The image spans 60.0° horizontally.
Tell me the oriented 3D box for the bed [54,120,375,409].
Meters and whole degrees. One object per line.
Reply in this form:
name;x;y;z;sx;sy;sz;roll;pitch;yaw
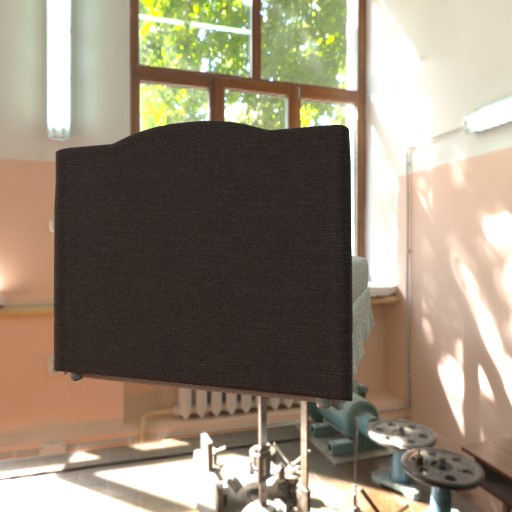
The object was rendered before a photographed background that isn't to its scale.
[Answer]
bed;0.000;0.000;3.509;1.741;1.441;2.507;0;1;18
